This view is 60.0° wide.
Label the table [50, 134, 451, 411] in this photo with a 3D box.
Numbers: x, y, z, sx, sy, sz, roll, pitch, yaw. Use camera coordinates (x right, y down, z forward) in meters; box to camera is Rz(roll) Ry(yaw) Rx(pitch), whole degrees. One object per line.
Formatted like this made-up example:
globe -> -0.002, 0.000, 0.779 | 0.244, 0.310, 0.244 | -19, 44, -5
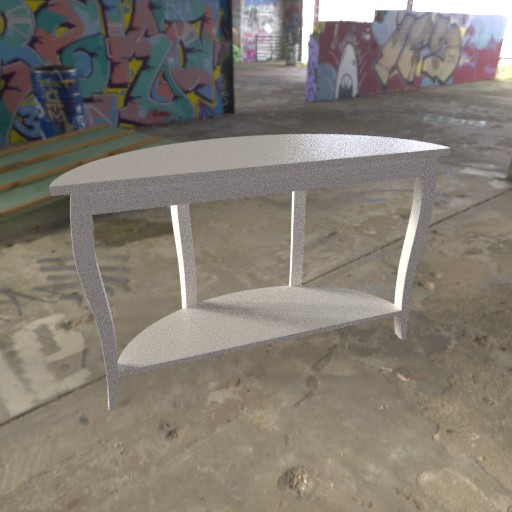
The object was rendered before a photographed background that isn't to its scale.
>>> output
table -> 0.000, 0.000, 1.618 | 1.219, 0.780, 0.394 | -9, 28, -17
